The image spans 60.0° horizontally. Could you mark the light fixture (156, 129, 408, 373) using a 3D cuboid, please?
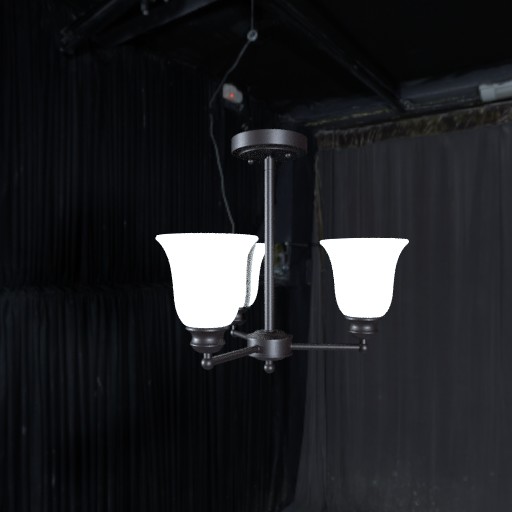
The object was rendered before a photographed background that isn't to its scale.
[{"bbox_3d":[0.000,0.000,0.676,0.388,0.370,0.354,-1,-1,35],"label":"light fixture"}]
